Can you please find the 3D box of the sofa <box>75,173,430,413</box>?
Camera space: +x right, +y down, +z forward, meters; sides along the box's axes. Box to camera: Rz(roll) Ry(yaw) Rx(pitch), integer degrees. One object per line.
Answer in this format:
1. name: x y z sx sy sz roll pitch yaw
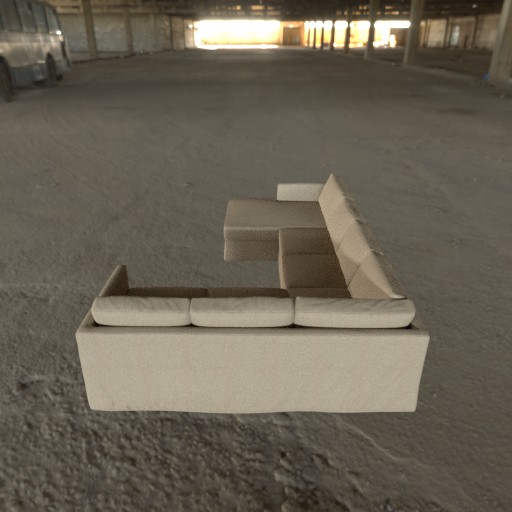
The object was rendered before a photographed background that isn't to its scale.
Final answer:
1. sofa: 0.000 0.000 4.649 2.476 0.878 3.528 0 26 1
